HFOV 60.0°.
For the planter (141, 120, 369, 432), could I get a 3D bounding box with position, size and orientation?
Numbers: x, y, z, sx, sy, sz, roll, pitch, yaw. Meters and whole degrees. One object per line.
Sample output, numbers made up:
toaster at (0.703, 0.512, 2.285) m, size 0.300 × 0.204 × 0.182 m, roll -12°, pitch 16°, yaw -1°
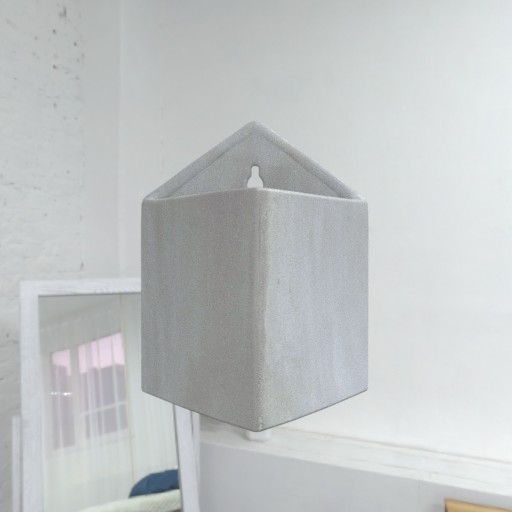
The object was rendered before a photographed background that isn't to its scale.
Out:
planter at (0.000, 0.000, 0.282) m, size 0.163 × 0.194 × 0.080 m, roll 0°, pitch 1°, yaw -1°
